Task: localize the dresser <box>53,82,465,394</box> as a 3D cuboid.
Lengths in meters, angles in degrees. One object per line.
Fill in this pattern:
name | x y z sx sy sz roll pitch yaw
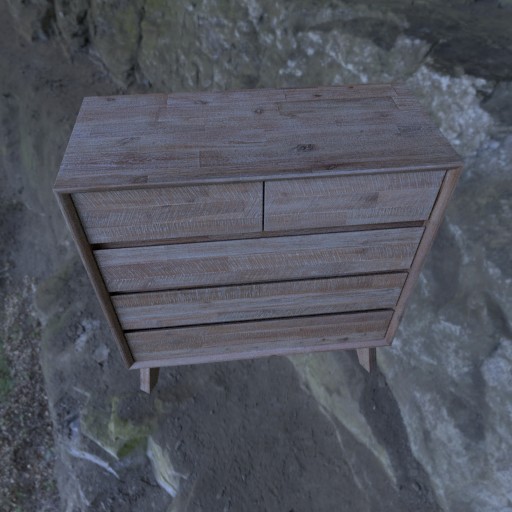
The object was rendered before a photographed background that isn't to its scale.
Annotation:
dresser | 0.000 0.000 1.593 0.998 1.029 0.455 -4 47 -4
